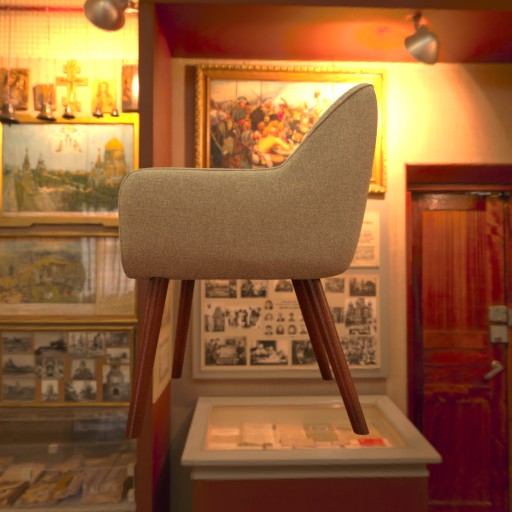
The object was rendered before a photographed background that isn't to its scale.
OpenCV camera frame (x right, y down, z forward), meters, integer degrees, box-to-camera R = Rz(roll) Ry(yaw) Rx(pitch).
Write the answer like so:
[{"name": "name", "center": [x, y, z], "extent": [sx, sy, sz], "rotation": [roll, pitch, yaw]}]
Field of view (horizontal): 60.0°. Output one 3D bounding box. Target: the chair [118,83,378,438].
[{"name": "chair", "center": [0.000, 0.000, 1.256], "extent": [0.610, 0.813, 0.610], "rotation": [0, -2, 0]}]
